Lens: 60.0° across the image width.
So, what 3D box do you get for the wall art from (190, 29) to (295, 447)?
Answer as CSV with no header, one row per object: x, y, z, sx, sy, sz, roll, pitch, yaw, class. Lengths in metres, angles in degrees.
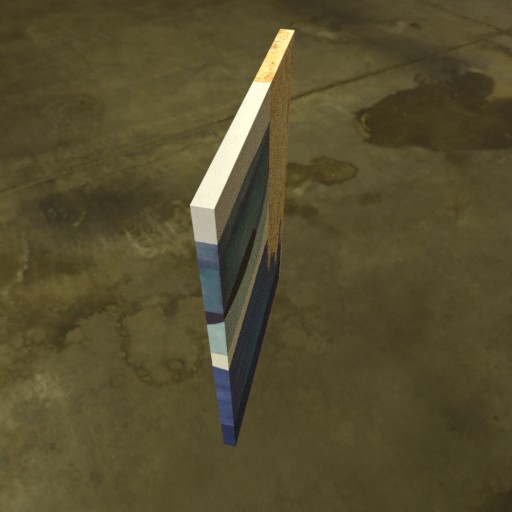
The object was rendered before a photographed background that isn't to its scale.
0.000,0.000,0.801,0.026,0.613,0.458,9,48,9,wall art
